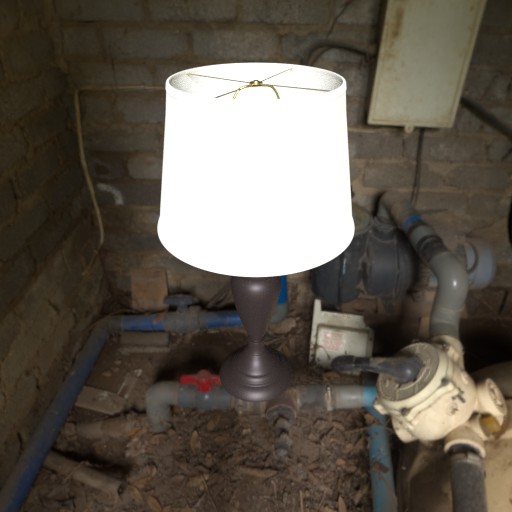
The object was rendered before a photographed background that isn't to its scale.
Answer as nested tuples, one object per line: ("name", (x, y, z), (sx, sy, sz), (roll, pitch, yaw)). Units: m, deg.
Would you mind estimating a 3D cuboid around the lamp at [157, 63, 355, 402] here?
("lamp", (0.000, 0.000, 0.806), (0.335, 0.611, 0.335), (0, 33, 0))
